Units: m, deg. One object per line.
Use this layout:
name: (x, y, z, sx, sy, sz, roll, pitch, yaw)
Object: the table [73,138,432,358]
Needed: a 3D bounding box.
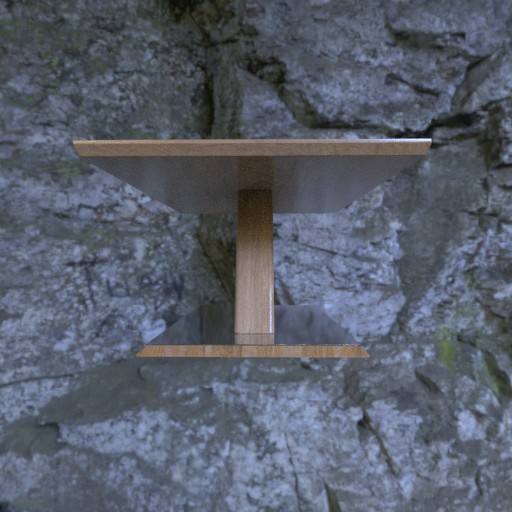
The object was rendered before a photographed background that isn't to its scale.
table: (0.000, 0.000, 1.400, 0.692, 0.441, 1.100, 0, 0, 1)
